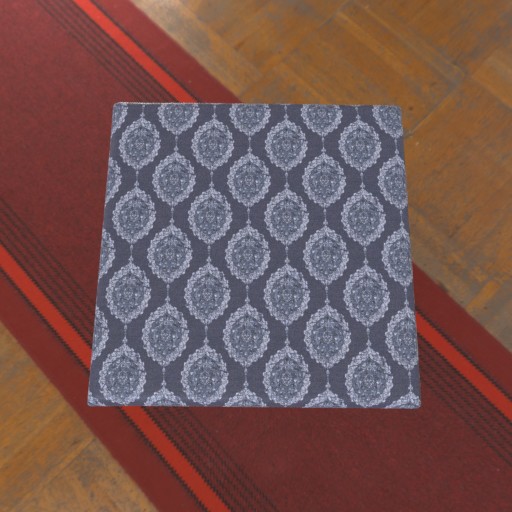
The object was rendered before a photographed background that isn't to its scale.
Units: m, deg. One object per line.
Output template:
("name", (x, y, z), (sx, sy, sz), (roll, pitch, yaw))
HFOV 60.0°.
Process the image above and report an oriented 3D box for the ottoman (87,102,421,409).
("ottoman", (0.000, 0.000, 1.408), (0.889, 0.409, 0.890), (1, 77, 0))
